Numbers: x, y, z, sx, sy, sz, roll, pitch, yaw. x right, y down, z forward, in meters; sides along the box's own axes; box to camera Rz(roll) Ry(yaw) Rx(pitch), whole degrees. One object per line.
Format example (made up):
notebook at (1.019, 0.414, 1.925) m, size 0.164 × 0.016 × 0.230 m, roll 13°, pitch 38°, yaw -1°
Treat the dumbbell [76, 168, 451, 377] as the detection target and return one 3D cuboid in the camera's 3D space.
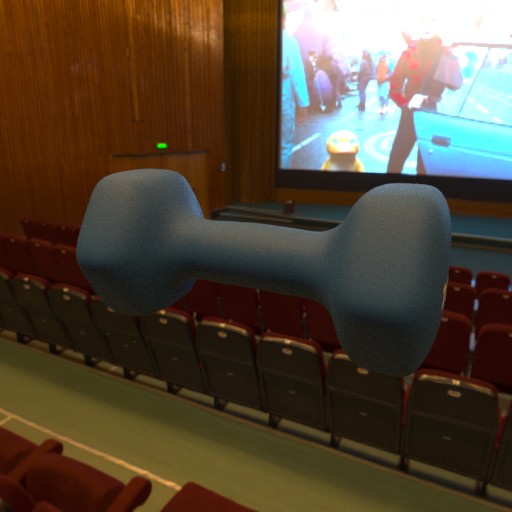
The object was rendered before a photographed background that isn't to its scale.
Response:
dumbbell at (0.000, 0.000, 0.264) m, size 0.212 × 0.093 × 0.103 m, roll 8°, pitch 19°, yaw 25°
